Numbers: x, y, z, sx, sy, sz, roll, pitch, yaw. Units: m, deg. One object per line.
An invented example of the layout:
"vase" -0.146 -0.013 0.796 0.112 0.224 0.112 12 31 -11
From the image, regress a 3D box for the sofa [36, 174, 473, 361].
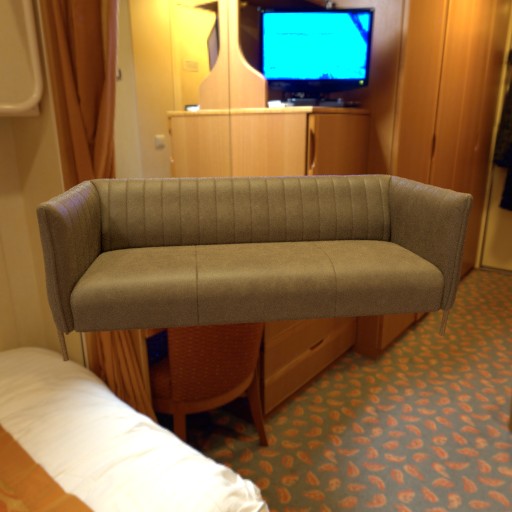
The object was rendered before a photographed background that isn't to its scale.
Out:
"sofa" 0.000 0.000 2.419 1.980 0.779 0.876 -2 17 -8
